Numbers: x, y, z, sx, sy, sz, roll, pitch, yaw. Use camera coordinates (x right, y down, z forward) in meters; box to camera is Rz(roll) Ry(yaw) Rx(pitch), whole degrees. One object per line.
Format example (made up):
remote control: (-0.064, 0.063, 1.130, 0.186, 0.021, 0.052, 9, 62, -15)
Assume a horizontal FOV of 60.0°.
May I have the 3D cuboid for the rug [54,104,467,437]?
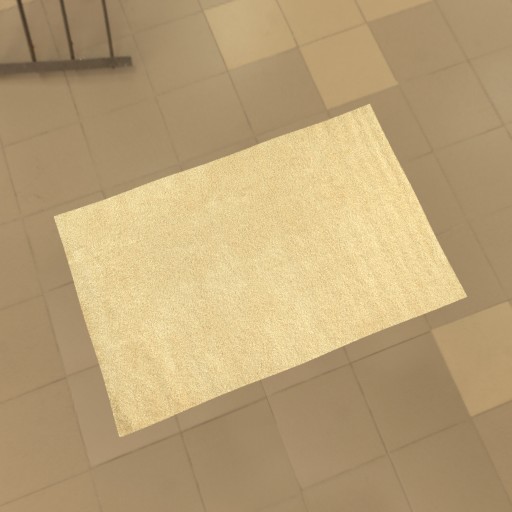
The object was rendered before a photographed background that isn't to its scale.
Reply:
rug: (0.000, 0.000, 2.937, 2.346, 0.025, 1.500, -21, 77, -5)
